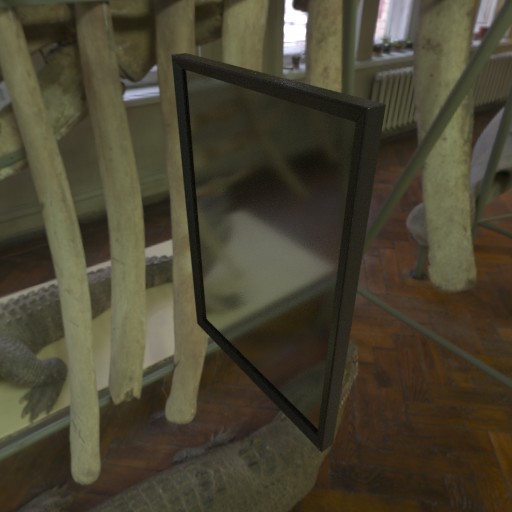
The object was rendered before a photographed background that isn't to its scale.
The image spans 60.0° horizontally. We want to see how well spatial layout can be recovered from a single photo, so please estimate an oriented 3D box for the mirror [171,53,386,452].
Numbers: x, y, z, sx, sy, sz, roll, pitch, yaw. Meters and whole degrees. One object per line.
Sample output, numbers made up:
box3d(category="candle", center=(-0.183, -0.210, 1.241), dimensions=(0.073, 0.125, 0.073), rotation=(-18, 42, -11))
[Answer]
box3d(category="mirror", center=(0.000, 0.000, 0.918), dimensions=(0.039, 0.710, 0.507), rotation=(-23, 39, -31))
